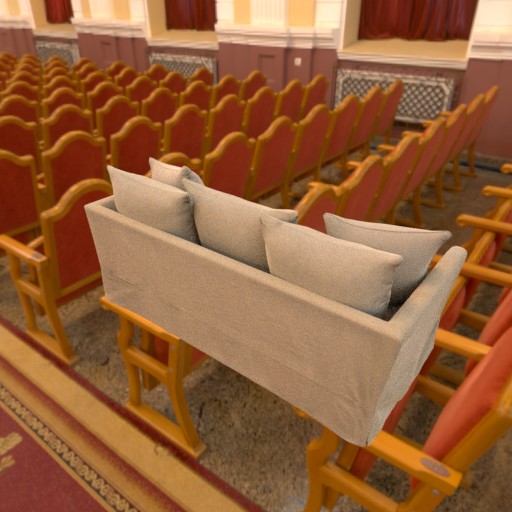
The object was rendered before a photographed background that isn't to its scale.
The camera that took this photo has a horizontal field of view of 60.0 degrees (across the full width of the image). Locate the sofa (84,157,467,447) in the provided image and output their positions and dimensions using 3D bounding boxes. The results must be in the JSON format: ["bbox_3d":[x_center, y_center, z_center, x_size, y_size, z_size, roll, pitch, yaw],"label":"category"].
[{"bbox_3d":[0.000,0.000,2.889,2.290,1.034,1.031,21,36,32],"label":"sofa"}]
